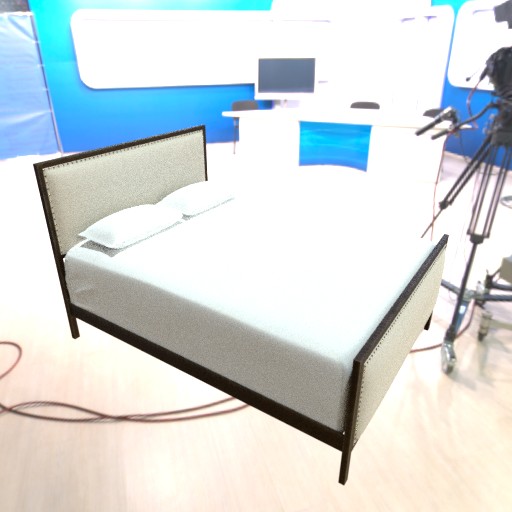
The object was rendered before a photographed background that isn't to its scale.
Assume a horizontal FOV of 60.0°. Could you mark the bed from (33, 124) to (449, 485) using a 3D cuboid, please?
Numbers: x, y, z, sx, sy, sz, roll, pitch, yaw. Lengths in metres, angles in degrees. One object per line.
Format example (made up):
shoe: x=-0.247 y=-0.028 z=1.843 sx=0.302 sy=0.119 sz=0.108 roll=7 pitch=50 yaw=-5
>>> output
bed: x=0.000 y=0.000 z=3.052 sx=2.221 sy=1.313 sz=1.607 roll=17 pitch=31 yaw=30
